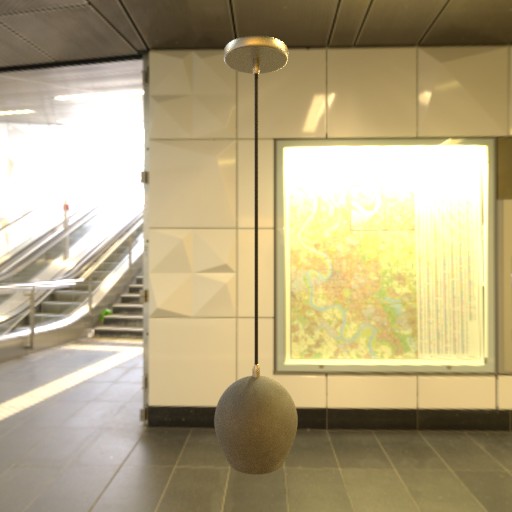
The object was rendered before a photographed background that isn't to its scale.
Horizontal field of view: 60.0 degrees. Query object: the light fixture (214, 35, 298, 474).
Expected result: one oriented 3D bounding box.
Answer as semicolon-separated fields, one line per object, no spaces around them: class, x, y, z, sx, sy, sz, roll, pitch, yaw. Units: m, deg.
light fixture;0.000;0.000;0.820;0.153;0.760;0.153;0;0;-18
